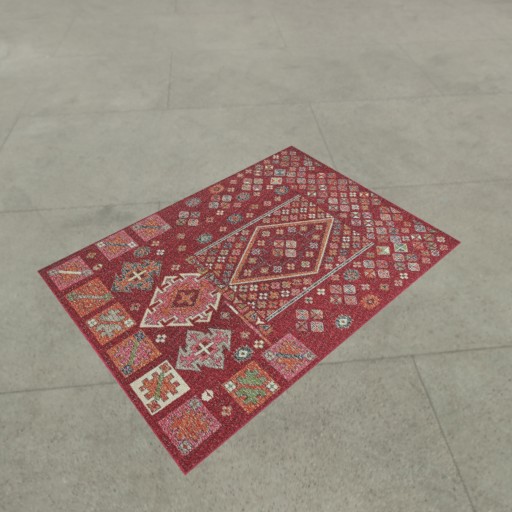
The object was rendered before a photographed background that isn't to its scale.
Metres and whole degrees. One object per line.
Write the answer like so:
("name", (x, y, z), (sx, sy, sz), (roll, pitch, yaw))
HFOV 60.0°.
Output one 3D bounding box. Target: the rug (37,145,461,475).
("rug", (0.000, 0.000, 2.803), (2.184, 0.007, 1.579), (-32, 53, -28))
